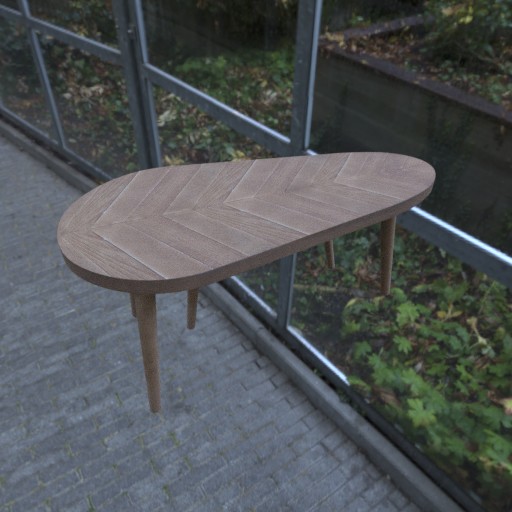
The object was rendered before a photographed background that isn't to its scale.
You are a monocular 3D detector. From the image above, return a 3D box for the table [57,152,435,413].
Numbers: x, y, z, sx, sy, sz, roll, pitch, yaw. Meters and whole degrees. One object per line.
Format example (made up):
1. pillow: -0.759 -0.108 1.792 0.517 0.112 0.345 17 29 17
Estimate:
1. table: 0.000 0.000 1.590 1.190 0.595 0.701 -13 42 -15
